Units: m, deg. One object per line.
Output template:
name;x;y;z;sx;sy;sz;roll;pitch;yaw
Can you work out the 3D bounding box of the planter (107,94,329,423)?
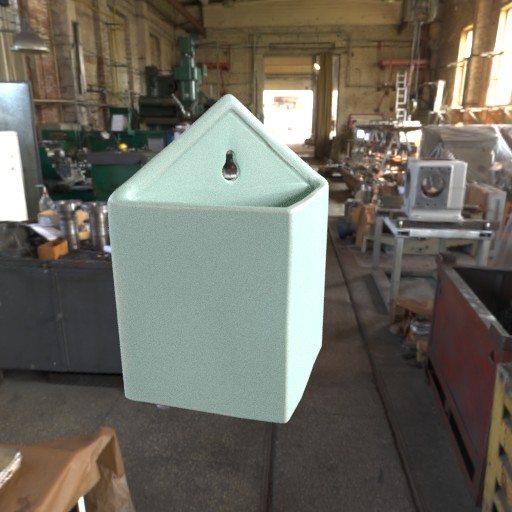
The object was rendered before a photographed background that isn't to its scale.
planter;0.000;0.000;0.281;0.164;0.197;0.079;-9;19;-27
